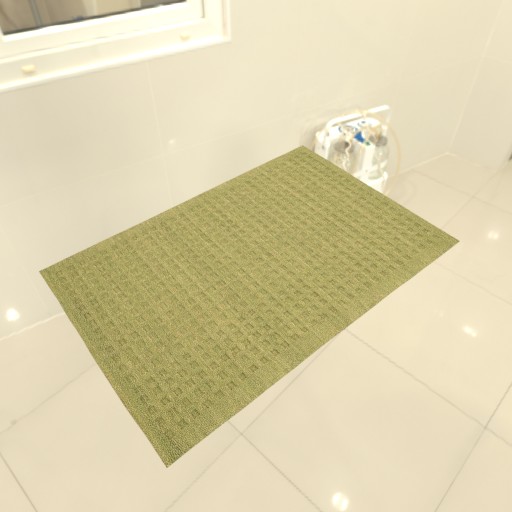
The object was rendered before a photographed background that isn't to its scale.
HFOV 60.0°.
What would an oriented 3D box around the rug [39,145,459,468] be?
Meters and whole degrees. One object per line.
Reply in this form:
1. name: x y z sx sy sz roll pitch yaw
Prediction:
1. rug: 0.000 0.000 2.885 2.297 0.007 1.529 -31 53 -26
